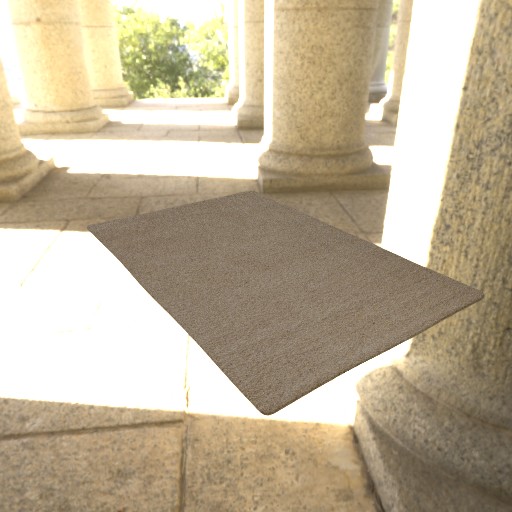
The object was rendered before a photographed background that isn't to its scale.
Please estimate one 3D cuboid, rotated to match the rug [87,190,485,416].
[{"bbox_3d":[0.000,0.000,3.412,1.801,0.024,2.700,-17,31,-31],"label":"rug"}]
